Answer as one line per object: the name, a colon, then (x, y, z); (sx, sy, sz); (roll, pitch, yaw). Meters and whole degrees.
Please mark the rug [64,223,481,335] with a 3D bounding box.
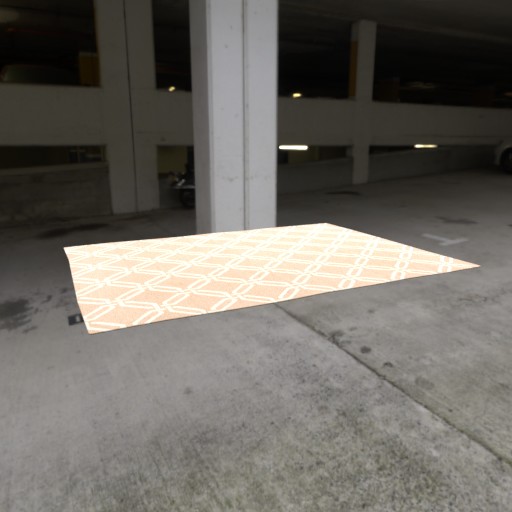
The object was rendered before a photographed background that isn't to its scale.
rug: (0.000, 0.000, 4.337); (3.365, 0.020, 2.452); (-7, 16, -25)
